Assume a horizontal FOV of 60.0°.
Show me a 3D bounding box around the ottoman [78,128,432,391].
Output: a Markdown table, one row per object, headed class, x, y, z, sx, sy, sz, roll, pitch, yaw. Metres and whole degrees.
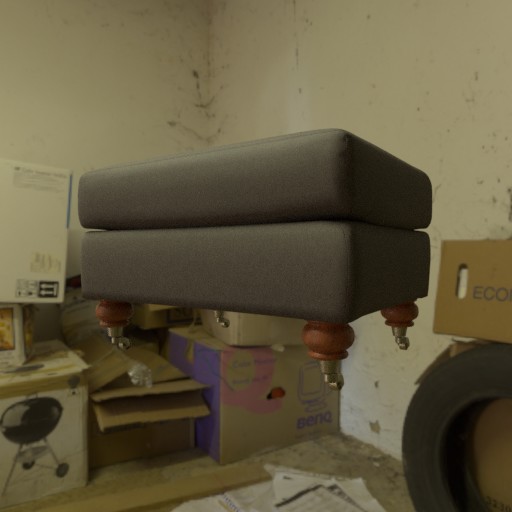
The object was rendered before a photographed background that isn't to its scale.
| class | x | y | z | sx | sy | sz | roll | pitch | yaw |
| --- | --- | --- | --- | --- | --- | --- | --- | --- | --- |
| ottoman | 0.000 | 0.000 | 1.151 | 0.773 | 0.497 | 0.574 | 0 | 0 | 35 |
